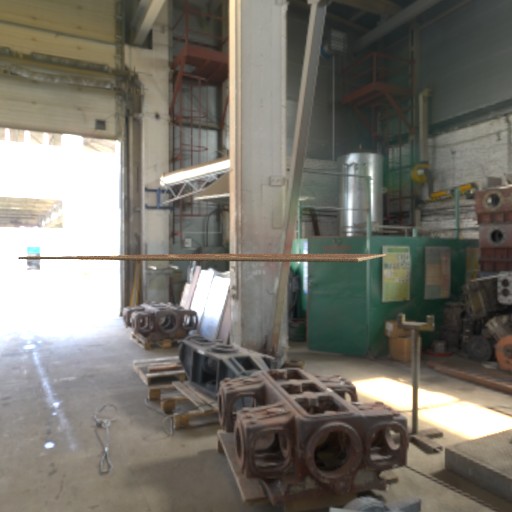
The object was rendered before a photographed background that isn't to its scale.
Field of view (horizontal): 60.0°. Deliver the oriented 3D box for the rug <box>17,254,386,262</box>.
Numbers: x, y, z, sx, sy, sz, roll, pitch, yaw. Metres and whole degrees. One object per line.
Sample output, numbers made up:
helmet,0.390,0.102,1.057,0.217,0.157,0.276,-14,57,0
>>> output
rug,0.000,0.000,2.836,1.526,0.014,2.290,0,1,19
